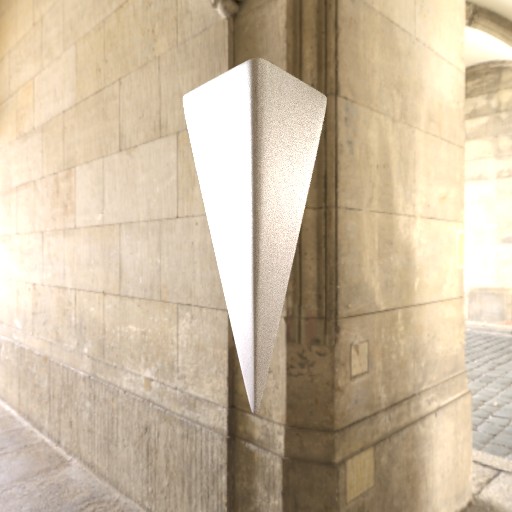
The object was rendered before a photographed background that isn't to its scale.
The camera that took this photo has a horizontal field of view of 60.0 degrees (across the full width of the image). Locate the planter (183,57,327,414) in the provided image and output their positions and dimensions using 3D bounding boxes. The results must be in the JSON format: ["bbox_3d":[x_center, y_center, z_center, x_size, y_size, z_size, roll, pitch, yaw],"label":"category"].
[{"bbox_3d":[0.000,0.000,0.277,0.101,0.224,0.081,0,0,-1],"label":"planter"}]
